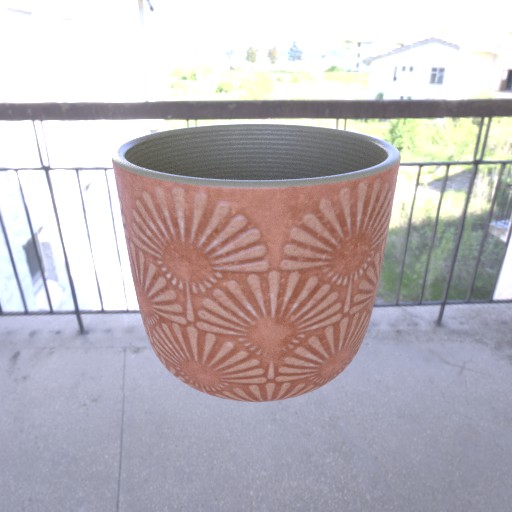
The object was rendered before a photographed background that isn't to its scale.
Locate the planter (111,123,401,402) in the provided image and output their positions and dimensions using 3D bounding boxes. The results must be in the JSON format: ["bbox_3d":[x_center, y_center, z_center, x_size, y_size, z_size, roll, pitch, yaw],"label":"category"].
[{"bbox_3d":[0.000,0.000,0.220,0.124,0.109,0.124,0,25,0],"label":"planter"}]
